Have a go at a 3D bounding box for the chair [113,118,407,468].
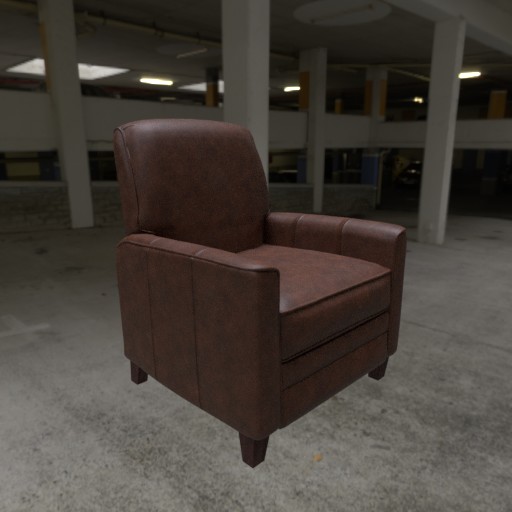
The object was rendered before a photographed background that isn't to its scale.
[{"bbox_3d":[0.000,0.000,1.663,0.839,1.010,0.850,-14,20,-43],"label":"chair"}]
